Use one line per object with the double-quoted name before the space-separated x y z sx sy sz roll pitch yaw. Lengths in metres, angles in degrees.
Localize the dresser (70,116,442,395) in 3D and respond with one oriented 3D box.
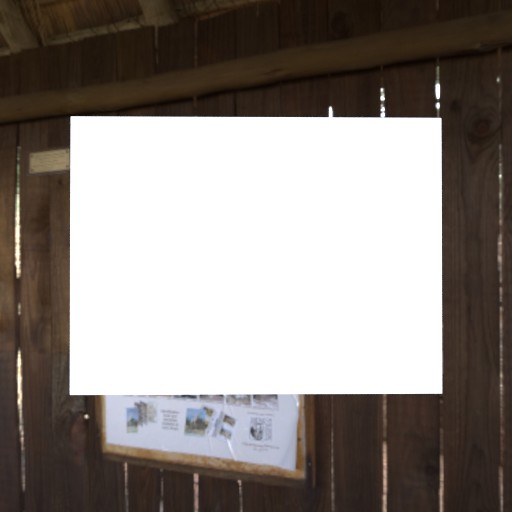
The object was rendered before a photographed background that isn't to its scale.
"dresser" 0.000 0.000 1.542 1.100 0.820 0.460 0 0 -1
